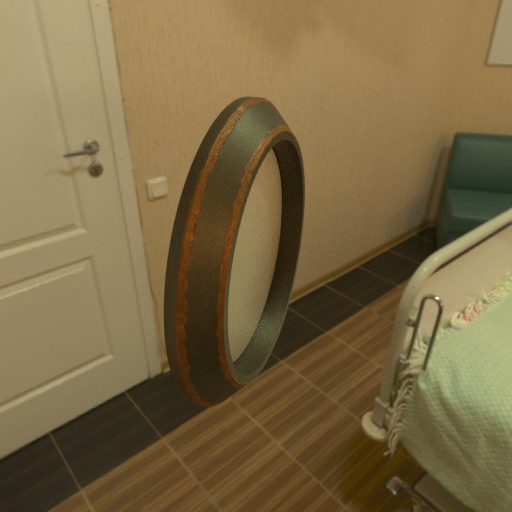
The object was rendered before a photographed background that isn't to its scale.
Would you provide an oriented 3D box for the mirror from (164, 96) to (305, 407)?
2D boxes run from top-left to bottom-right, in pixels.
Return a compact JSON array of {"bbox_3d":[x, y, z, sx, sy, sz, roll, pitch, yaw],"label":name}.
[{"bbox_3d":[0.000,0.000,1.346,0.111,0.907,0.907,10,31,17],"label":"mirror"}]
